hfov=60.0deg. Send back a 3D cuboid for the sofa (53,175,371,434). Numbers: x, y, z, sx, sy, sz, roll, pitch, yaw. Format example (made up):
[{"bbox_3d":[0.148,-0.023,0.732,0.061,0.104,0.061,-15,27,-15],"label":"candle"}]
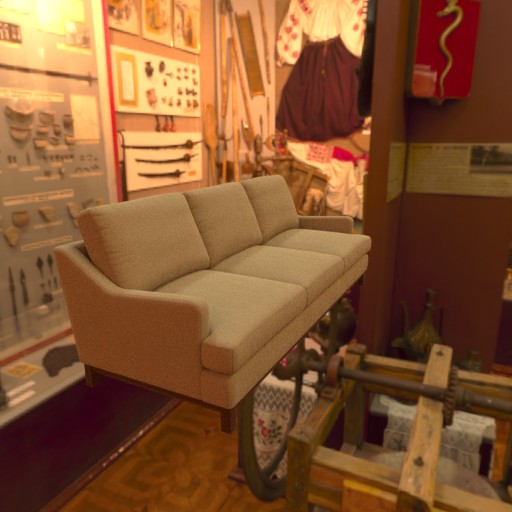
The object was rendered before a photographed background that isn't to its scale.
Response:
[{"bbox_3d":[0.000,0.000,2.925,1.000,0.913,2.321,8,17,26],"label":"sofa"}]
